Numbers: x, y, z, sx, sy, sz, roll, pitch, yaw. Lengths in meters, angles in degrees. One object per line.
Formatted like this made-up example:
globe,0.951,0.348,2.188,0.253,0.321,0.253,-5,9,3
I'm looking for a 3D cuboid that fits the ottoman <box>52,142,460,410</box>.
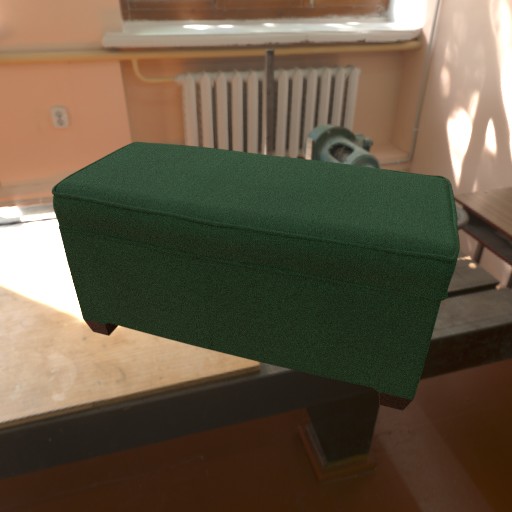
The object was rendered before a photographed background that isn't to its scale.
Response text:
ottoman,0.000,0.000,1.234,0.957,0.471,0.483,10,33,16
